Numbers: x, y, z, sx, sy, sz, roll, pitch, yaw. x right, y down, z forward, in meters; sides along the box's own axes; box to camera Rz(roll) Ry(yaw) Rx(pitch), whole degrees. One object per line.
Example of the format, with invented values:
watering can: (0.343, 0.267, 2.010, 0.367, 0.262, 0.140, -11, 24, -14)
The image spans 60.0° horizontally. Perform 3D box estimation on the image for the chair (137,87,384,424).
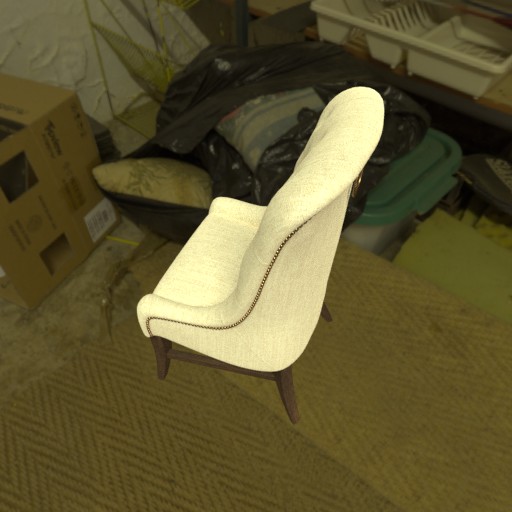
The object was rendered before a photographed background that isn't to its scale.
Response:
chair: (0.000, 0.000, 1.496, 0.629, 1.091, 0.634, 16, 48, 15)
